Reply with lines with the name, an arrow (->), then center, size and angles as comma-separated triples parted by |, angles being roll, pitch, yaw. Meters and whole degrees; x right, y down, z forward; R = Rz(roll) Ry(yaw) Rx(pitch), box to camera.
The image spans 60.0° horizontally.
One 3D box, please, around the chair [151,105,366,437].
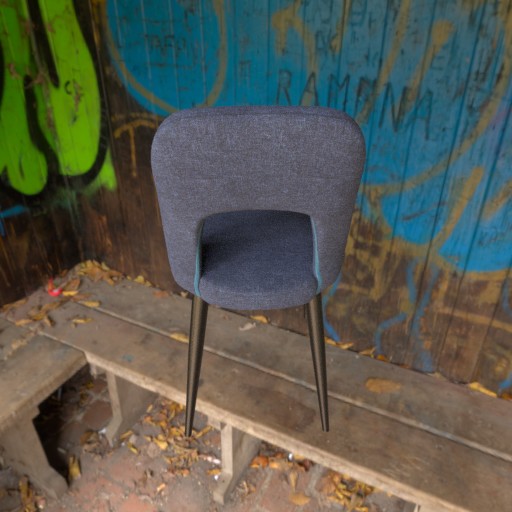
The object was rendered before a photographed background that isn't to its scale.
chair -> 0.000, 0.000, 1.246 | 0.470, 0.931, 0.612 | -1, 30, -1
